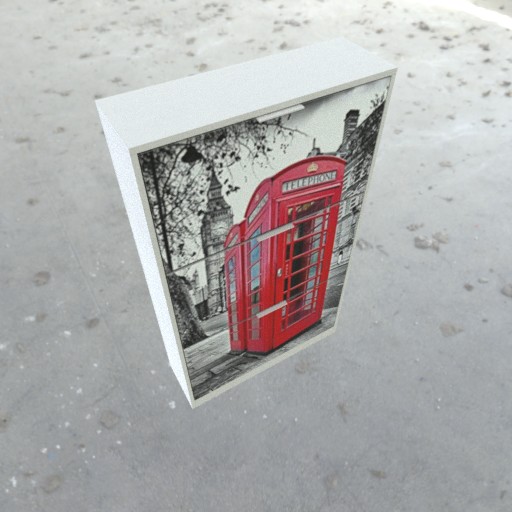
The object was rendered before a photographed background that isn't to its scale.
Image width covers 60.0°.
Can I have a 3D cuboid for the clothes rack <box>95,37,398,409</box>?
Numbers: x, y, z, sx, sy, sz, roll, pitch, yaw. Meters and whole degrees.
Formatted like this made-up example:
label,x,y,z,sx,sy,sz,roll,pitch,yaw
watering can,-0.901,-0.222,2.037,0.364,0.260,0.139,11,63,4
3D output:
label,x,y,z,sx,sy,sz,roll,pitch,yaw
clothes rack,0.000,0.000,1.589,0.750,1.280,0.250,-23,52,-20
